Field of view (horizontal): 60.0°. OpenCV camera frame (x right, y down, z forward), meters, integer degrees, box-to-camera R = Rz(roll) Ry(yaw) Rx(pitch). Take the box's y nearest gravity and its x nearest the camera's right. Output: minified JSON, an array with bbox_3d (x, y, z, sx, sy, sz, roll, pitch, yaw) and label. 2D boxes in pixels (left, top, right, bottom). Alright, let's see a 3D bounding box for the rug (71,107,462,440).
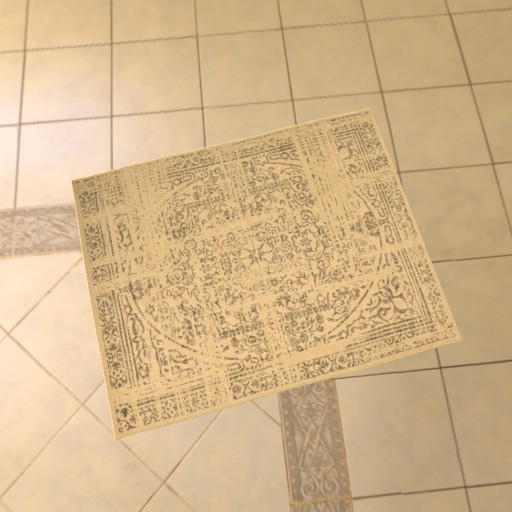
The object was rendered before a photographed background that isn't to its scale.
[{"bbox_3d":[0.000,0.000,3.857,2.921,0.032,2.311,-15,74,-4],"label":"rug"}]
